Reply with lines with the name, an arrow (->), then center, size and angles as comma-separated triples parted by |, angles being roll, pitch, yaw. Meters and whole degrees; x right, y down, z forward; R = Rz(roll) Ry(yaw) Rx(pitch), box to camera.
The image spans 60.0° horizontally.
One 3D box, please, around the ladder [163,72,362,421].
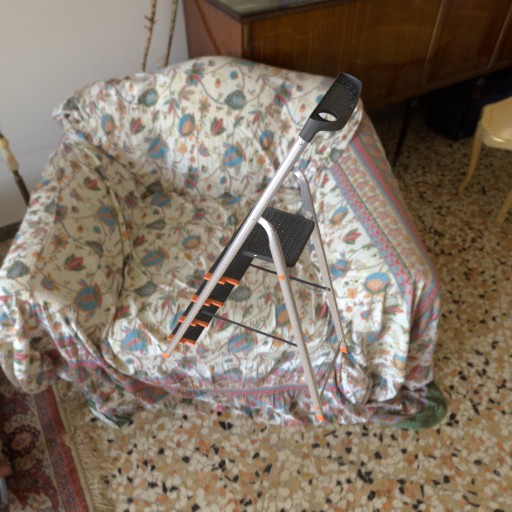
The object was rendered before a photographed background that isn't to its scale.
ladder -> 0.000, 0.000, 2.032 | 0.995, 1.646, 0.480 | 17, 48, 16
